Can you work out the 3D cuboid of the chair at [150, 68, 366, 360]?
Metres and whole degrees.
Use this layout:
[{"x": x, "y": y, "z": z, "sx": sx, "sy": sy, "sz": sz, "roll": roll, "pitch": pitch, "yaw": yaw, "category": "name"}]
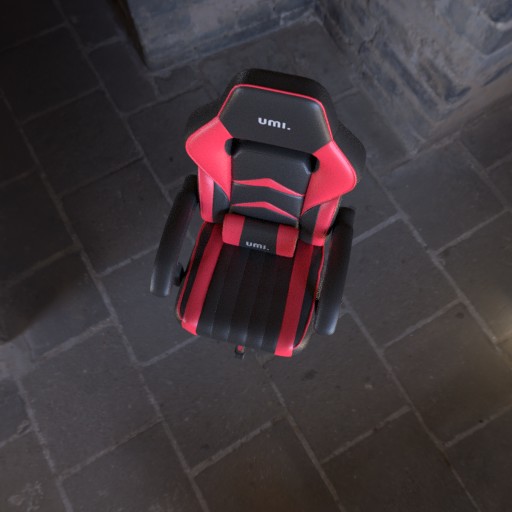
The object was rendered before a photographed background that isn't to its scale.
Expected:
[{"x": 0.000, "y": 0.000, "z": 1.648, "sx": 0.700, "sy": 1.220, "sz": 0.700, "roll": 13, "pitch": 74, "yaw": 4, "category": "chair"}]
